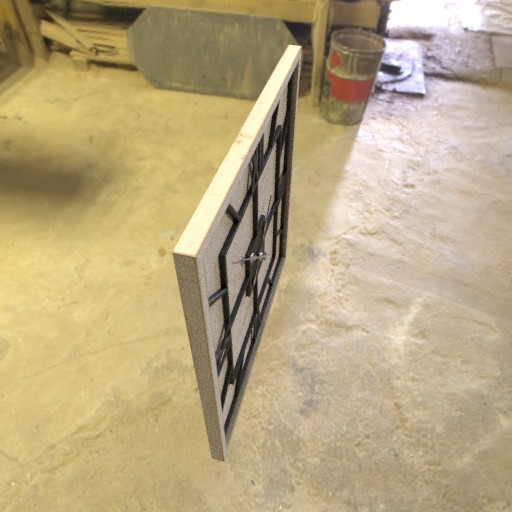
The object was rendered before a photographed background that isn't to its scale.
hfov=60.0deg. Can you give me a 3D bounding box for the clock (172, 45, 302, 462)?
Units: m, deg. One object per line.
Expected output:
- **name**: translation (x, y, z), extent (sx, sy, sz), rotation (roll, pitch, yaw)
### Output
- **clock**: translation (0.000, 0.000, 1.046), extent (0.032, 0.705, 0.705), rotation (11, 47, 10)
